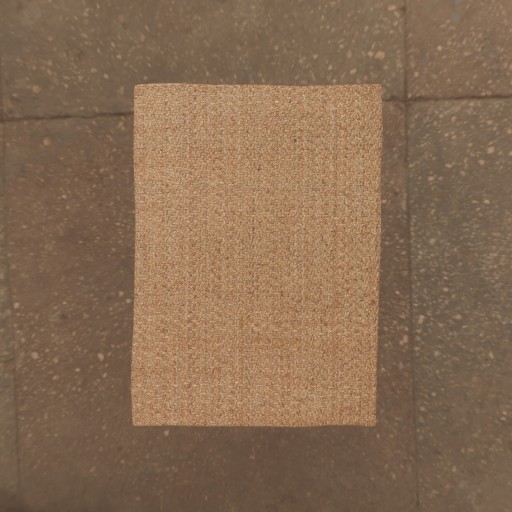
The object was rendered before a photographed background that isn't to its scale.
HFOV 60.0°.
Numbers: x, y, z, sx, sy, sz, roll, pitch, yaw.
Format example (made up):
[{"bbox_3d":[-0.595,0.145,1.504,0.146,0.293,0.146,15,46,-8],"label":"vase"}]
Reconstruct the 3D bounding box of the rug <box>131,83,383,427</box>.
[{"bbox_3d":[0.000,0.000,2.763,1.566,0.013,2.141,0,91,1],"label":"rug"}]
